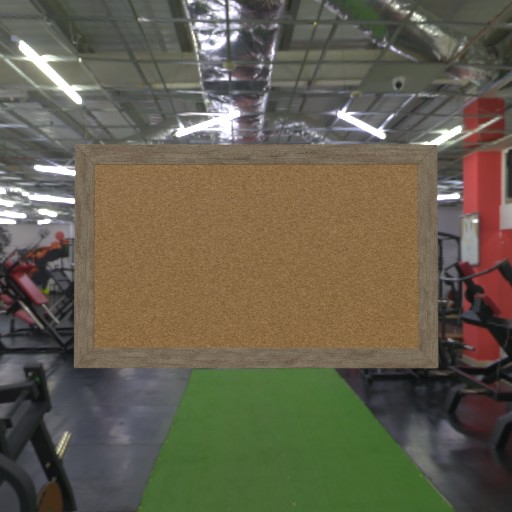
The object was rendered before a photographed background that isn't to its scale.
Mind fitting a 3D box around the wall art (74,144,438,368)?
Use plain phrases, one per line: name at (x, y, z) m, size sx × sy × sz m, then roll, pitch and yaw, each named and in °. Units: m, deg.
wall art at (0.000, 0.000, 0.961) m, size 0.780 × 0.480 × 0.021 m, roll 0°, pitch -1°, yaw 0°
